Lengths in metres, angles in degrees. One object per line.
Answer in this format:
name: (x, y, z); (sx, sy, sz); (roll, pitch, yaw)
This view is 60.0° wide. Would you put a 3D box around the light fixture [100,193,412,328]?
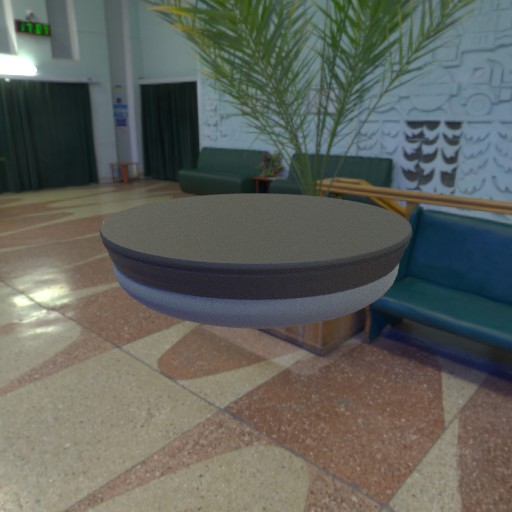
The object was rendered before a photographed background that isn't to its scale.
light fixture: (0.000, 0.000, 0.564); (0.368, 0.100, 0.368); (0, 17, 0)
